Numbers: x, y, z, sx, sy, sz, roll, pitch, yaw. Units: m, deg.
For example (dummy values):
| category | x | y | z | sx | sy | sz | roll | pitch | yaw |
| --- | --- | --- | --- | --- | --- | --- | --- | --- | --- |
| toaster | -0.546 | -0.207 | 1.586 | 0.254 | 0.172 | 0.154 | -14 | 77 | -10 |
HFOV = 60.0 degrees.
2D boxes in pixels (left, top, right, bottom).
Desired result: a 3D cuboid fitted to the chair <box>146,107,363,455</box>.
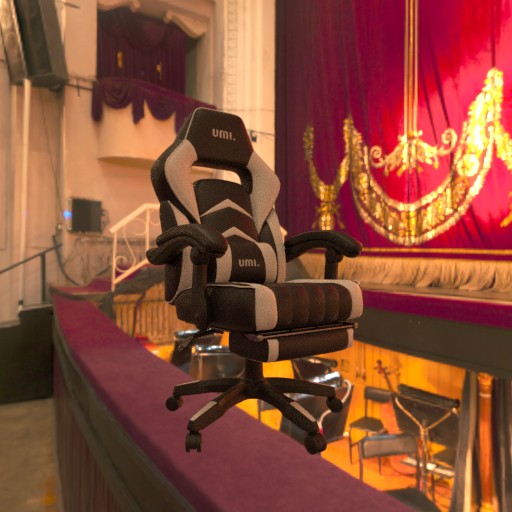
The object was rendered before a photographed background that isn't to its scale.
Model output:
| category | x | y | z | sx | sy | sz | roll | pitch | yaw |
| --- | --- | --- | --- | --- | --- | --- | --- | --- | --- |
| chair | 0.000 | 0.000 | 1.619 | 0.676 | 1.200 | 0.700 | 0 | 0 | -35 |
